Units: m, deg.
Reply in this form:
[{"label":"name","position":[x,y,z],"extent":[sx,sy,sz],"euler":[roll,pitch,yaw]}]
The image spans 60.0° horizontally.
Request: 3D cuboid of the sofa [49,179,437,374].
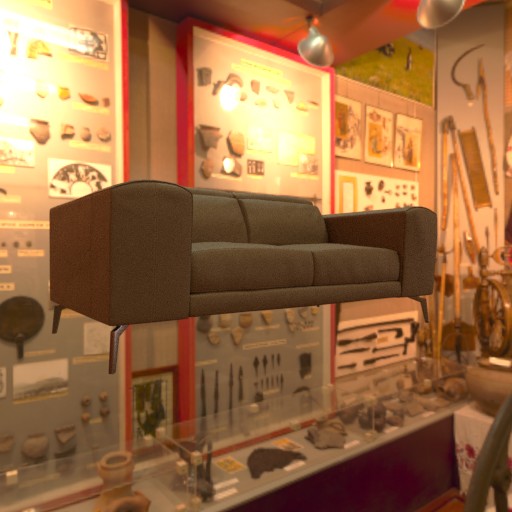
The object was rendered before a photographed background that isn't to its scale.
[{"label":"sofa","position":[0.000,0.000,2.382],"extent":[1.895,0.779,1.003],"euler":[0,1,-36]}]
